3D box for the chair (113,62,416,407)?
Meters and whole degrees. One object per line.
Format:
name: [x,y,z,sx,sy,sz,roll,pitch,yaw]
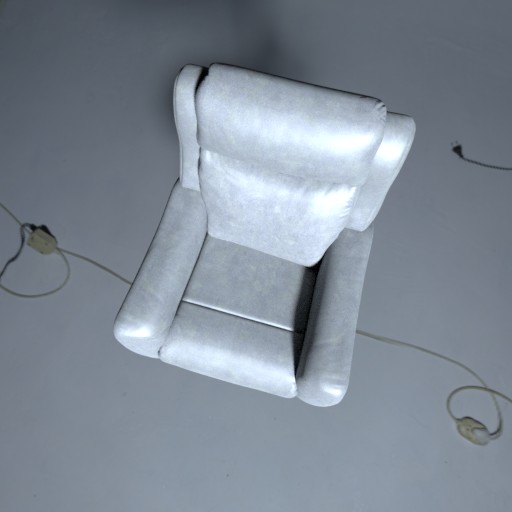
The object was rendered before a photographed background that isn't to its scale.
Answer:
chair: [0.000,0.000,1.878,0.967,1.116,1.068,15,76,4]
